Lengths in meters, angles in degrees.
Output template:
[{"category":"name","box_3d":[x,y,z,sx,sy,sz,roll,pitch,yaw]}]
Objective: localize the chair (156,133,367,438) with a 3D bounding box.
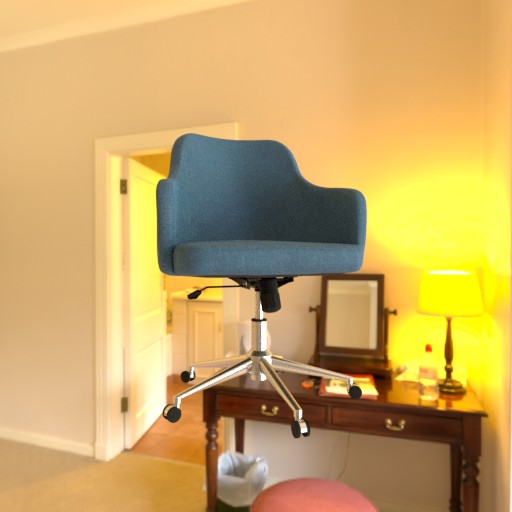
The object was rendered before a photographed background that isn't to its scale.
[{"category":"chair","box_3d":[0.000,0.000,1.300,0.599,0.820,0.655,0,1,-19]}]
